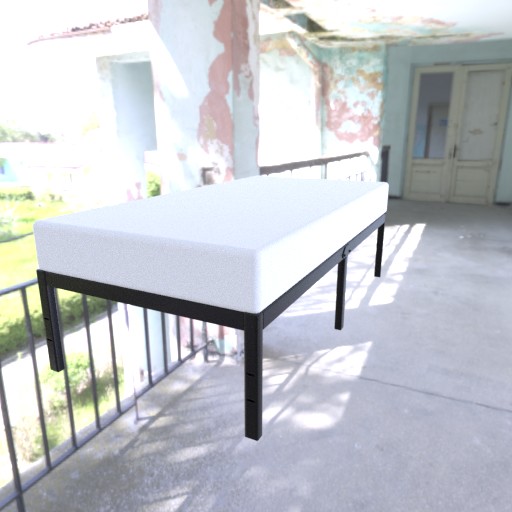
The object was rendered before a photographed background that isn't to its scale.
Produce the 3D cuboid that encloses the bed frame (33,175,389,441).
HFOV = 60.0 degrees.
[{"bbox_3d":[0.000,0.000,2.437,1.023,0.659,1.950,8,18,26],"label":"bed frame"}]
